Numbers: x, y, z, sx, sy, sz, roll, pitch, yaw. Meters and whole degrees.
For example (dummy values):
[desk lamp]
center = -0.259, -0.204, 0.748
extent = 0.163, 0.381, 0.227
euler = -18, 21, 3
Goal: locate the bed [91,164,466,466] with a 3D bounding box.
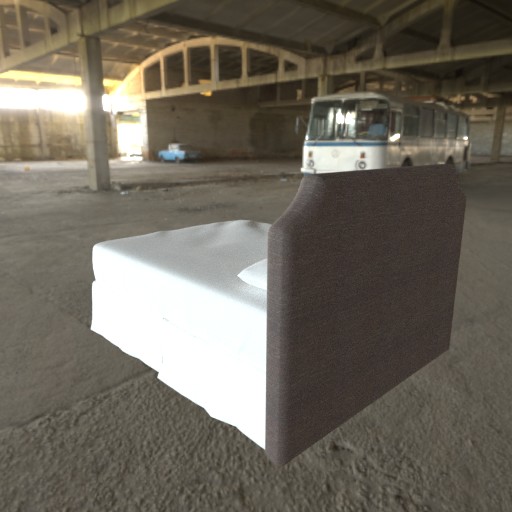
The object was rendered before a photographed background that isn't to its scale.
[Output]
[bed]
center = 0.000, 0.000, 3.082
extent = 1.693, 1.290, 2.116
euler = -13, 20, -41
